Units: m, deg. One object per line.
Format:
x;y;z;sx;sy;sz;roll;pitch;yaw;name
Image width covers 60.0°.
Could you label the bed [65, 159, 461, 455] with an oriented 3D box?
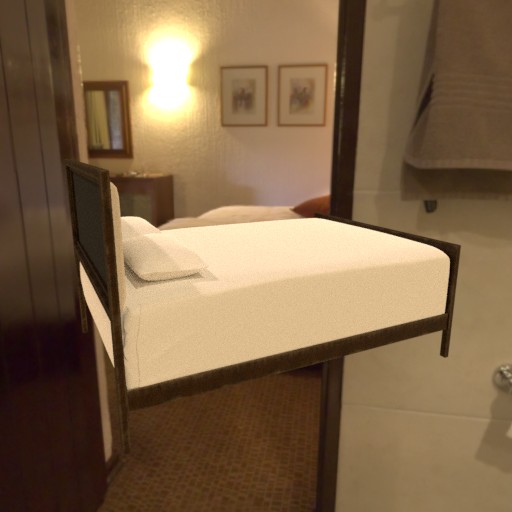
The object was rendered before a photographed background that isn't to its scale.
0.000;0.000;3.097;2.221;1.313;1.607;-7;16;-26;bed
